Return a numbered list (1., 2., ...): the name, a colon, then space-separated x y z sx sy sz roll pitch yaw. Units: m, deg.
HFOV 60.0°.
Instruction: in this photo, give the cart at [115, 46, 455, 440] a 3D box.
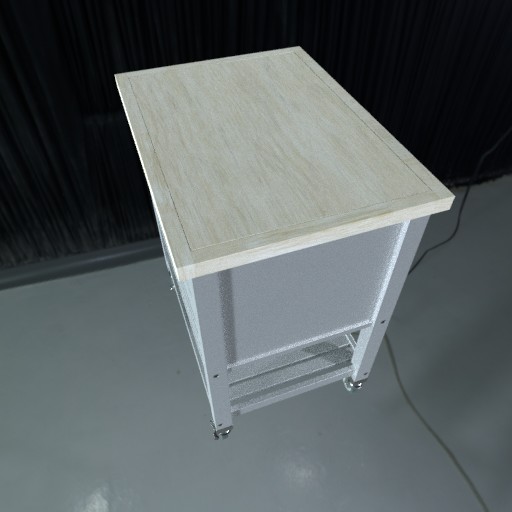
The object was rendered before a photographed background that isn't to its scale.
1. cart: 0.000 0.000 1.386 0.559 0.914 0.762 -15 49 -13
